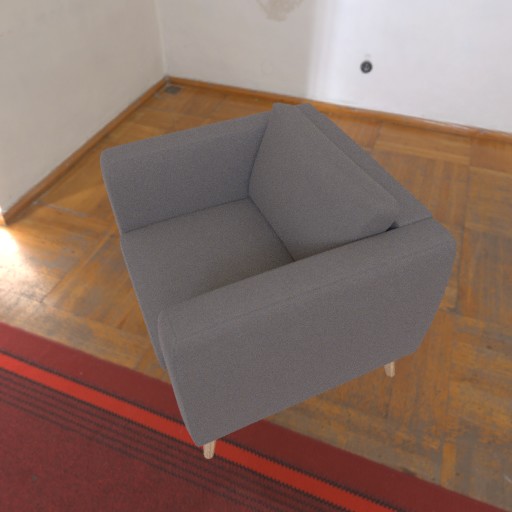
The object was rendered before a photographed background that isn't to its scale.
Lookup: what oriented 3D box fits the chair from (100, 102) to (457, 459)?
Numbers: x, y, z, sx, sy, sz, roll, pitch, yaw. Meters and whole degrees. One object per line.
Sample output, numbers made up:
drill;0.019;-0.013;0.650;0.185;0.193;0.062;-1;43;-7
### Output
chair;0.000;0.000;1.696;0.930;0.860;1.000;-18;49;-16
